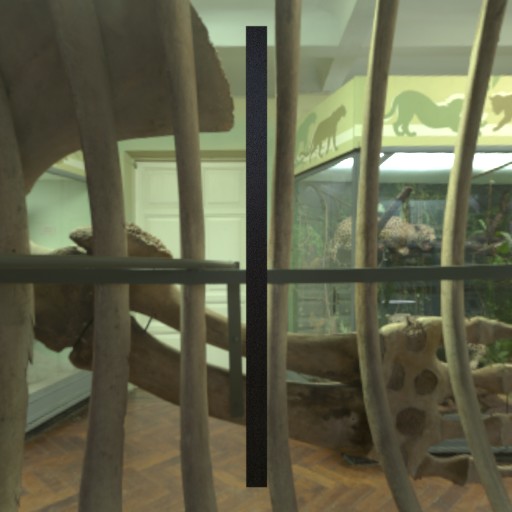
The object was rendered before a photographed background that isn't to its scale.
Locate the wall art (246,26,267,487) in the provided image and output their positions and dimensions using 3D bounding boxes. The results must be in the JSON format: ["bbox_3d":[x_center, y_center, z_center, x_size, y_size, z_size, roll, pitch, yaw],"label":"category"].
[{"bbox_3d":[0.000,0.000,0.797,0.027,0.580,0.479,0,1,0],"label":"wall art"}]
